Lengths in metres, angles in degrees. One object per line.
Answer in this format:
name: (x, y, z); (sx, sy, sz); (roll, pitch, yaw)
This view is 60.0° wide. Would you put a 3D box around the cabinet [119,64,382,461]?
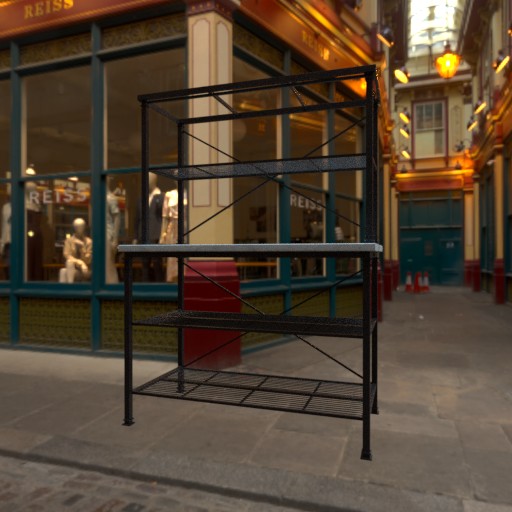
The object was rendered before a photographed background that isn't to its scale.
cabinet: (0.000, 0.000, 2.246); (1.210, 1.659, 0.610); (0, 0, 18)
